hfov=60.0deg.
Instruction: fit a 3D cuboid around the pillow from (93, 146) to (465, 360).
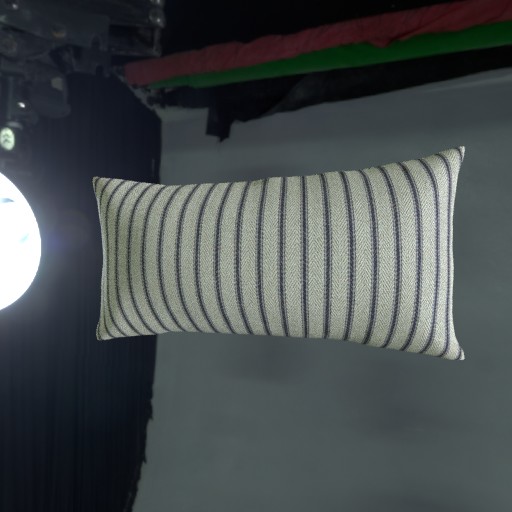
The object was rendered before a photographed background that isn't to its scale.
[{"bbox_3d":[0.000,0.000,0.707,0.609,0.305,0.151,0,0,17],"label":"pillow"}]
